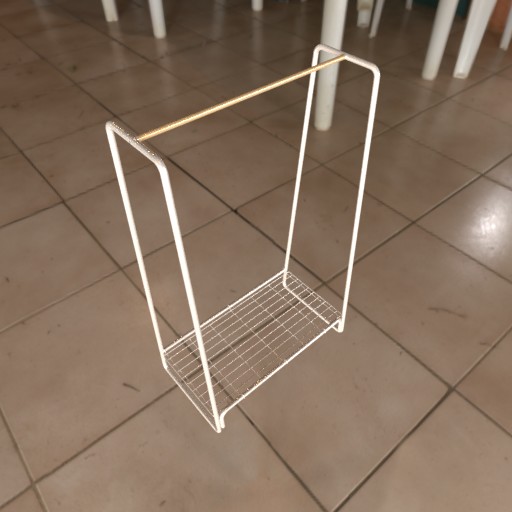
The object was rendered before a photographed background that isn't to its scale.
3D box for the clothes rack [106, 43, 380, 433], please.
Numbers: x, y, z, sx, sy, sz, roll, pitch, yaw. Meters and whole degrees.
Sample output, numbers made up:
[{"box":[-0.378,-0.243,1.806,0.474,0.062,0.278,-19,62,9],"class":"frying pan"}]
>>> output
[{"box":[0.000,0.000,1.936,0.900,1.500,0.495,-32,54,-27],"class":"clothes rack"}]
